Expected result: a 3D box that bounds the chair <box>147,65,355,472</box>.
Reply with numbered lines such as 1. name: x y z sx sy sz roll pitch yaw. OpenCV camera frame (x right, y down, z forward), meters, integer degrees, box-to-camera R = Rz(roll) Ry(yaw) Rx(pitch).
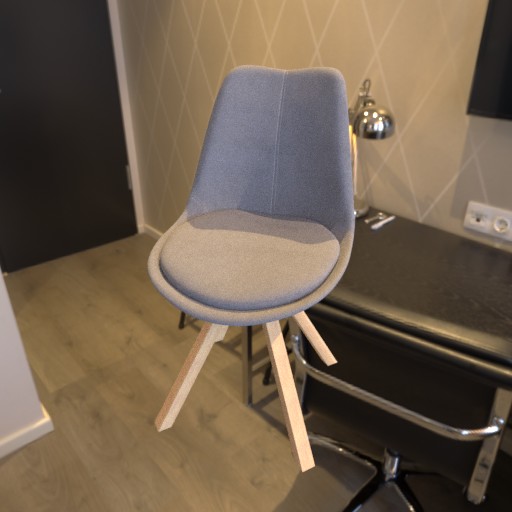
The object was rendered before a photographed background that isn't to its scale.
1. chair: 0.000 0.000 1.137 0.474 0.863 0.549 8 28 16
